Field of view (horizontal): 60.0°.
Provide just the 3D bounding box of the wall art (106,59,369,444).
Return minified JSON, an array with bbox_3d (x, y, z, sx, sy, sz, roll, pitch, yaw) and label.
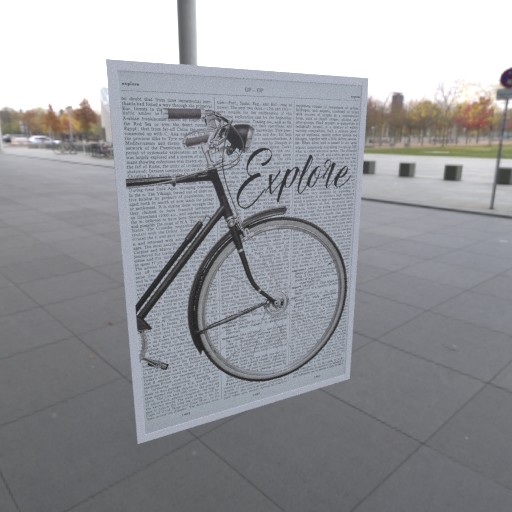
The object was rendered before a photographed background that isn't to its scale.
[{"bbox_3d":[0.000,0.000,0.781,0.457,0.610,0.003,-8,17,-26],"label":"wall art"}]
